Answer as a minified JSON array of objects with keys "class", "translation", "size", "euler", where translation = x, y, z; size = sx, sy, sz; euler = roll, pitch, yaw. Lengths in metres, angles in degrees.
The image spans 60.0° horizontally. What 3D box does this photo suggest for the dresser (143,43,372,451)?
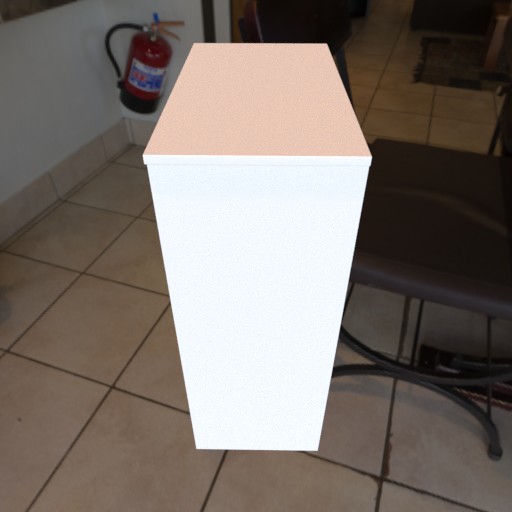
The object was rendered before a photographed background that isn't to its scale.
[{"class":"dresser","translation":[0.000,0.000,1.342],"size":[0.401,1.021,0.704],"euler":[1,40,1]}]
